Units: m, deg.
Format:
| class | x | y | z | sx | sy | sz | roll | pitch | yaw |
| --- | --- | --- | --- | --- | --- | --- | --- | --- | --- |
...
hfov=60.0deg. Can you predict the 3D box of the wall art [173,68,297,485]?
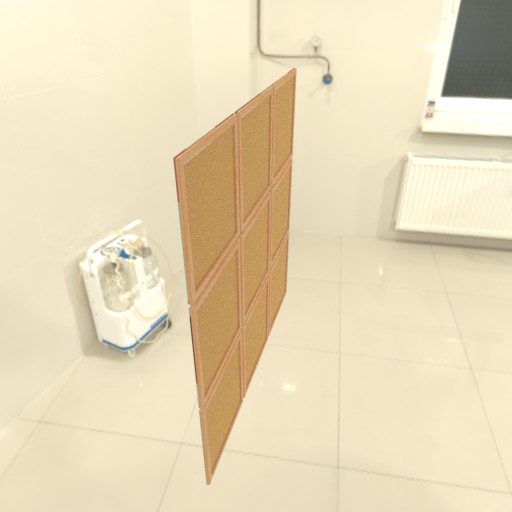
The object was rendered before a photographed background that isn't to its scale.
| class | x | y | z | sx | sy | sz | roll | pitch | yaw |
| --- | --- | --- | --- | --- | --- | --- | --- | --- | --- |
| wall art | 0.000 | 0.000 | 1.771 | 0.013 | 1.220 | 1.216 | 9 | 33 | 14 |
